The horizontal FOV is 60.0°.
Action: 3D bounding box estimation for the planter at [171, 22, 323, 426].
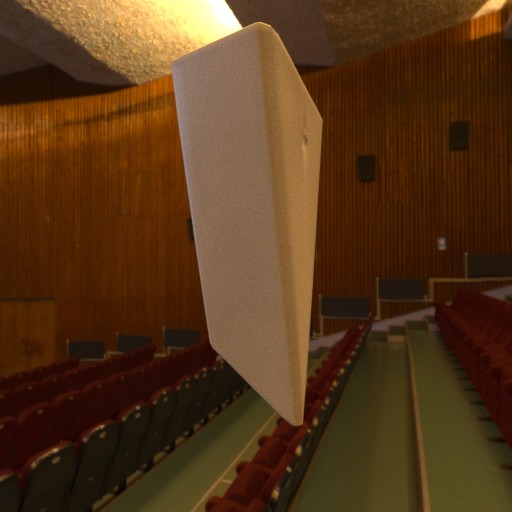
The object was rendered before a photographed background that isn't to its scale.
[{"bbox_3d":[0.000,0.000,0.265,0.060,0.197,0.150,0,0,17],"label":"planter"}]
